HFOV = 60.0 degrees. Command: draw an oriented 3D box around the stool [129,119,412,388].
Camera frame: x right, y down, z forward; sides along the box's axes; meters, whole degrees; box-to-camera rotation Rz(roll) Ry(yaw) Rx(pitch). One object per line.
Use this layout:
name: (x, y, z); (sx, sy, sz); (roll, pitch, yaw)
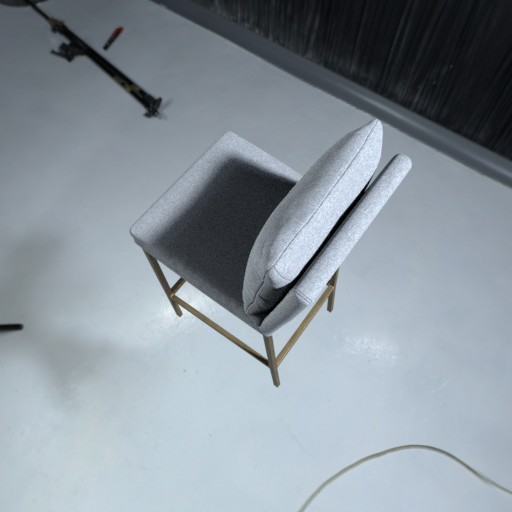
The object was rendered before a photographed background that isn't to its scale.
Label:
stool: (0.000, 0.000, 1.436); (0.569, 1.130, 0.463); (34, 69, 15)
